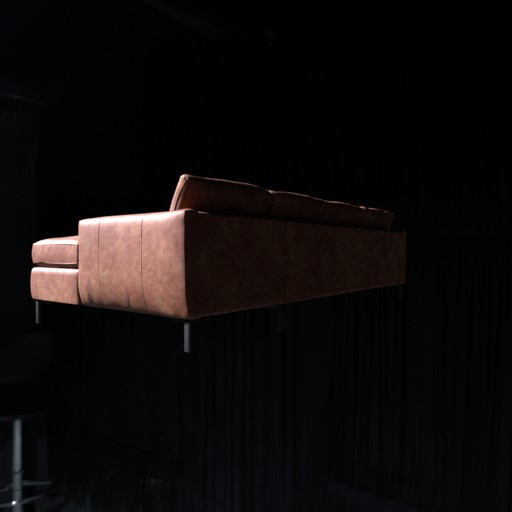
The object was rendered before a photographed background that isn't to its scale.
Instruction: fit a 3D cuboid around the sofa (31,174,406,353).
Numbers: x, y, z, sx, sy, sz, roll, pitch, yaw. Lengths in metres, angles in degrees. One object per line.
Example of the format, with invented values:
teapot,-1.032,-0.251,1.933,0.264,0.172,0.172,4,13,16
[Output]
sofa,0.000,0.000,3.624,1.471,0.859,2.993,1,1,37
